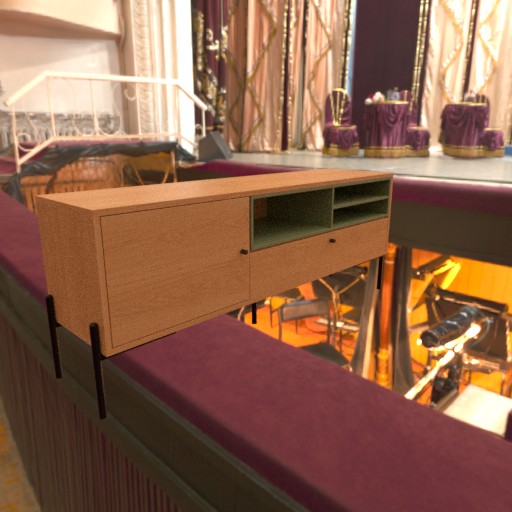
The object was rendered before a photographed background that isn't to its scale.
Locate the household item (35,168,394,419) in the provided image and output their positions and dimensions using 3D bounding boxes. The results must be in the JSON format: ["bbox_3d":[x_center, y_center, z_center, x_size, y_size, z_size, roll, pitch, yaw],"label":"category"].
[{"bbox_3d":[0.000,0.000,1.807,0.400,0.600,1.550,15,21,43],"label":"household item"}]
